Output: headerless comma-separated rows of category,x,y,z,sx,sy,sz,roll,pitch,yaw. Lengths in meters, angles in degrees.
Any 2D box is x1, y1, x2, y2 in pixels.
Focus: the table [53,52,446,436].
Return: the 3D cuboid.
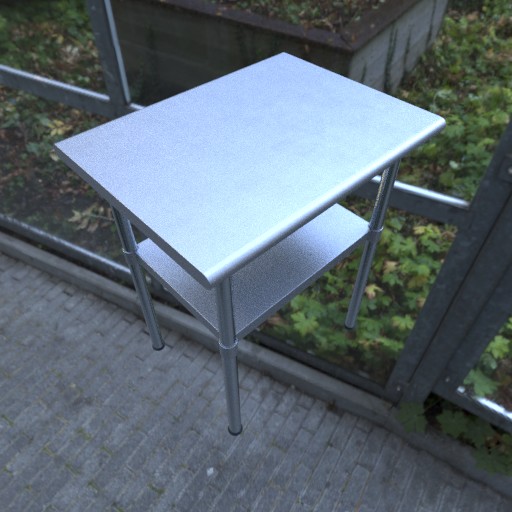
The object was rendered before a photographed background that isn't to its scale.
table,0.000,0.000,1.382,0.762,0.876,0.584,-34,55,-28
